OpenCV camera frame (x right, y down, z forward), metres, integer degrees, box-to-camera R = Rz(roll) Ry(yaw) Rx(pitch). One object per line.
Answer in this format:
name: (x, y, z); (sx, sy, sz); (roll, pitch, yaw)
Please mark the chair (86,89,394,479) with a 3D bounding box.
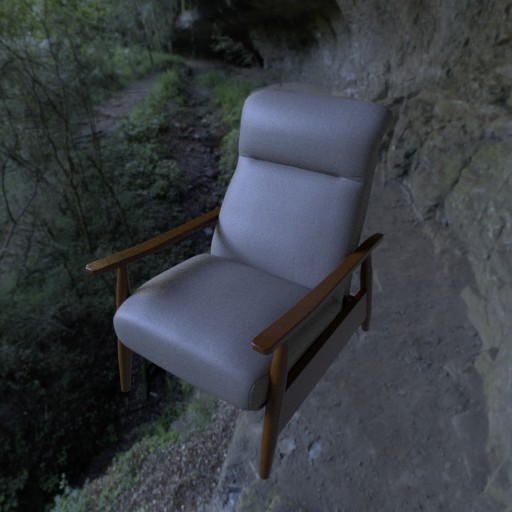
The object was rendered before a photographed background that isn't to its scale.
chair: (0.000, 0.000, 1.776); (0.762, 1.082, 1.032); (19, 36, 28)
